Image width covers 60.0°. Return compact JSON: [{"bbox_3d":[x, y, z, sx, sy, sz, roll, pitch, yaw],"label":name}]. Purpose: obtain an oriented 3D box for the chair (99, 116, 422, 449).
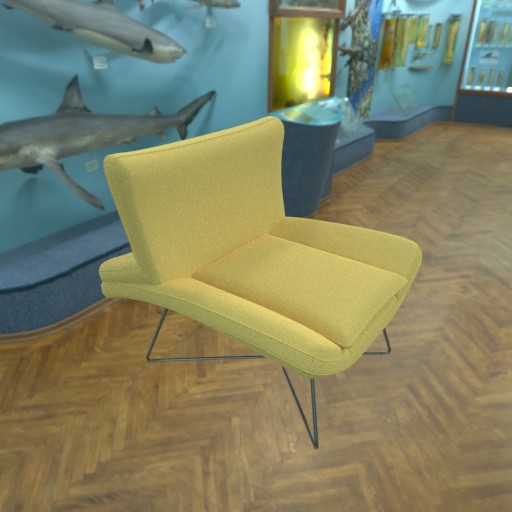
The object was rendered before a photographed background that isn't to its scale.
[{"bbox_3d":[0.000,0.000,1.661,1.008,0.855,0.859,19,33,33],"label":"chair"}]
